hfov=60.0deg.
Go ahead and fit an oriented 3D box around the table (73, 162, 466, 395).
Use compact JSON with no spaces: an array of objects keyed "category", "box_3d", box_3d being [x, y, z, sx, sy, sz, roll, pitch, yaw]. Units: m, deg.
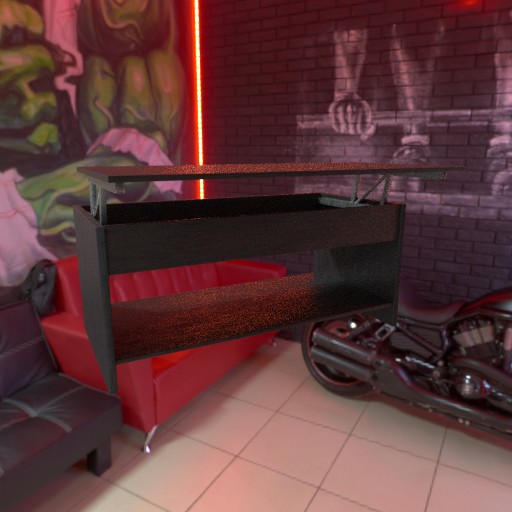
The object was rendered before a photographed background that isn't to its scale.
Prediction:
[{"category":"table","box_3d":[0.000,0.000,1.425,1.000,0.570,0.712,-7,15,-27]}]
